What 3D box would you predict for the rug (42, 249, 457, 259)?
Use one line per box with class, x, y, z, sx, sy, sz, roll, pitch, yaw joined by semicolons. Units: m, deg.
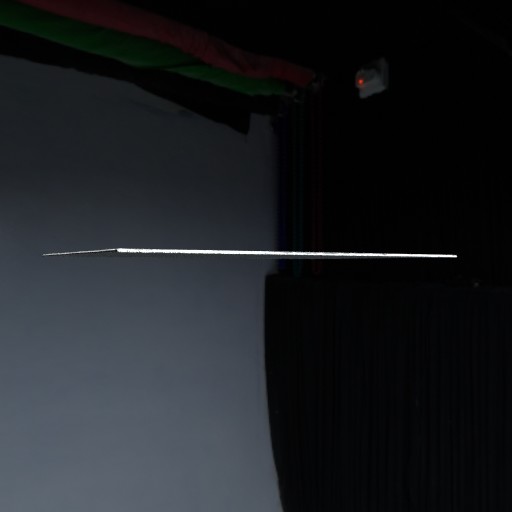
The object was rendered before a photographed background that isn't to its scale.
rug;0.000;0.000;3.077;2.444;0.012;1.530;1;-1;-36
